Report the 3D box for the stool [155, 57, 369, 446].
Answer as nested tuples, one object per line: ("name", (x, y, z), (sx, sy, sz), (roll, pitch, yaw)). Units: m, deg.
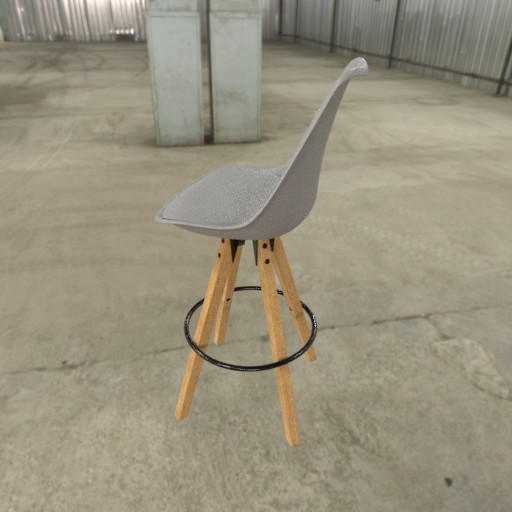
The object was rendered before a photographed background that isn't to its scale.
("stool", (0.000, 0.000, 1.369), (0.550, 1.115, 0.485), (7, 30, 13))
